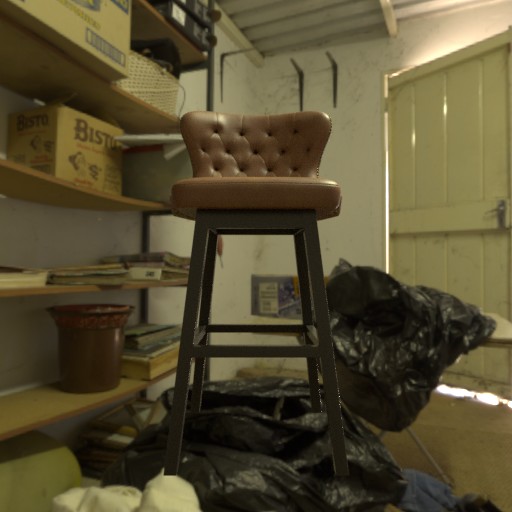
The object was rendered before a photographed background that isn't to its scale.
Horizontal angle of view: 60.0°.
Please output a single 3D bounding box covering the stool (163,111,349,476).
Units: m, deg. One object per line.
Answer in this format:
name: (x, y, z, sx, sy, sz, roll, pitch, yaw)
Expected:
stool: (0.000, 0.000, 1.358, 0.528, 1.050, 0.601, 0, -1, 0)
